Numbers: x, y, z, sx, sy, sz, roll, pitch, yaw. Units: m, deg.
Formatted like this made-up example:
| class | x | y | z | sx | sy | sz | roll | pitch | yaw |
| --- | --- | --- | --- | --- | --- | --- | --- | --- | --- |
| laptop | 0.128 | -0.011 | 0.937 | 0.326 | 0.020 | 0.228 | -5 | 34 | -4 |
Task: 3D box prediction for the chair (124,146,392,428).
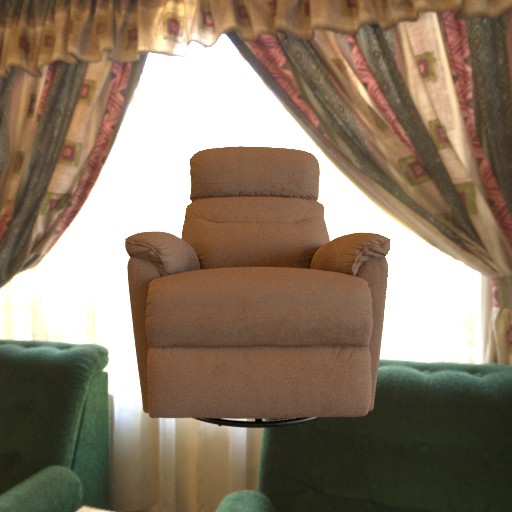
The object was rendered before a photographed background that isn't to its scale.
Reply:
| class | x | y | z | sx | sy | sz | roll | pitch | yaw |
| --- | --- | --- | --- | --- | --- | --- | --- | --- | --- |
| chair | 0.000 | 0.000 | 1.718 | 0.820 | 1.037 | 1.004 | 0 | 1 | -1 |
